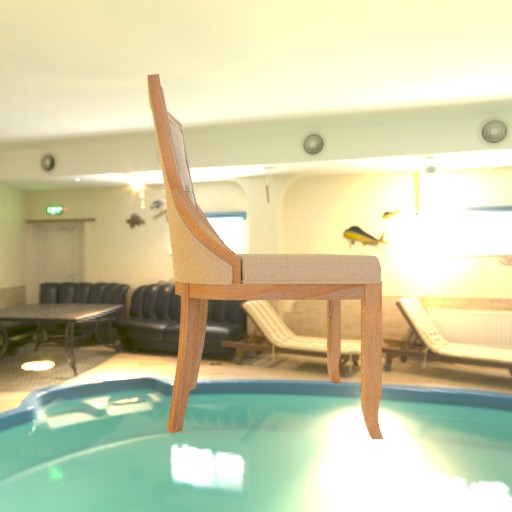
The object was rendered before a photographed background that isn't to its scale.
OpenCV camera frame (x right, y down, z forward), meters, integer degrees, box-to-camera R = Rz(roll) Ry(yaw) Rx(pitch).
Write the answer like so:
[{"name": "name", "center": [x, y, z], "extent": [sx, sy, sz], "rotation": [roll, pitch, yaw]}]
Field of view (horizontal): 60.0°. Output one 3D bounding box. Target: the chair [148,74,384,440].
[{"name": "chair", "center": [0.000, 0.000, 1.386], "extent": [0.641, 0.947, 0.524], "rotation": [0, 1, -2]}]
